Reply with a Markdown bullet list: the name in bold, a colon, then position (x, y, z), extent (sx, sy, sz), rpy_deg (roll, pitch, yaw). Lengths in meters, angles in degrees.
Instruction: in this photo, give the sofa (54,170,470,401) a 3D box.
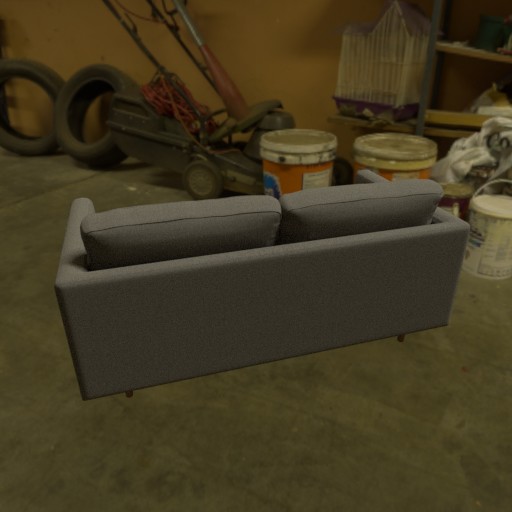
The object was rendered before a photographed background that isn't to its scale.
- **sofa**: position (0.000, 0.000, 2.216), extent (1.713, 0.866, 0.940), rpy_deg (-8, 28, -15)
